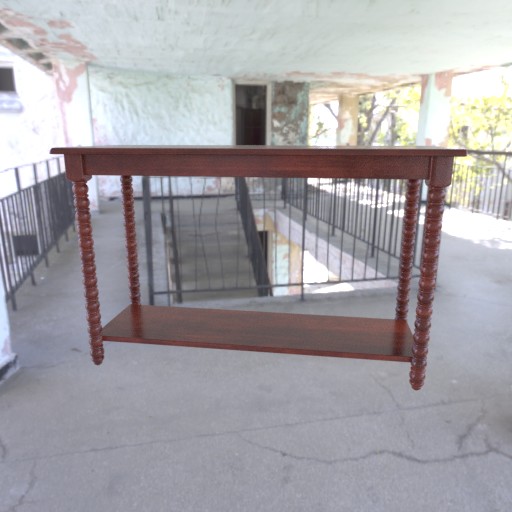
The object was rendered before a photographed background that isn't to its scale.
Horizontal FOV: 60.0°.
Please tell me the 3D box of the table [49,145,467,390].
[{"bbox_3d":[0.000,0.000,1.544,1.184,0.740,0.459,2,15,8],"label":"table"}]
